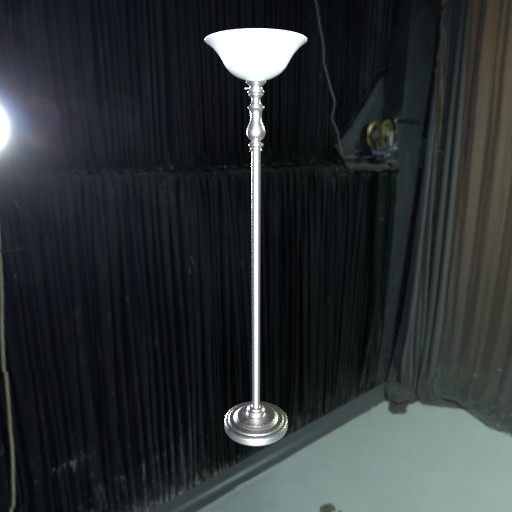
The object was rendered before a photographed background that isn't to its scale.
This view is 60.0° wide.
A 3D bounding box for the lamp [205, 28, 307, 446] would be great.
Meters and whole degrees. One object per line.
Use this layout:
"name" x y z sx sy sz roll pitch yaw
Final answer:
"lamp" 0.000 0.000 1.988 0.405 1.771 0.405 -14 20 -42
